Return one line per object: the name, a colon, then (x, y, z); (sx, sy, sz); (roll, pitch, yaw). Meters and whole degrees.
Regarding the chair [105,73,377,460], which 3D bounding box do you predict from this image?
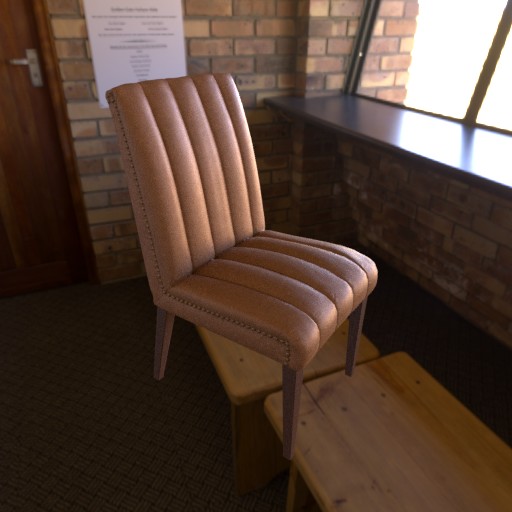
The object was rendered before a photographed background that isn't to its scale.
chair: (0.000, 0.000, 1.393); (0.647, 1.016, 0.511); (18, 33, 31)
